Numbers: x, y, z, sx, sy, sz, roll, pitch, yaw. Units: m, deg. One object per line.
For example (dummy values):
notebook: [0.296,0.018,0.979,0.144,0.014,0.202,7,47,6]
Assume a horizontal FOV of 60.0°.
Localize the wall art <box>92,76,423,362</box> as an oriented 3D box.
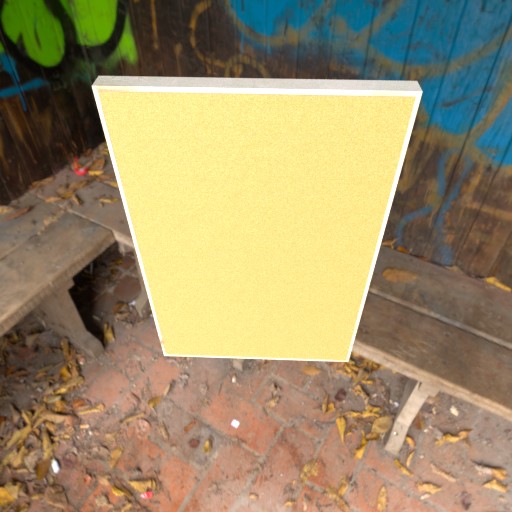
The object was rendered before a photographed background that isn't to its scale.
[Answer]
wall art: [0.000,0.000,0.963,0.508,0.764,0.038,2,45,2]
